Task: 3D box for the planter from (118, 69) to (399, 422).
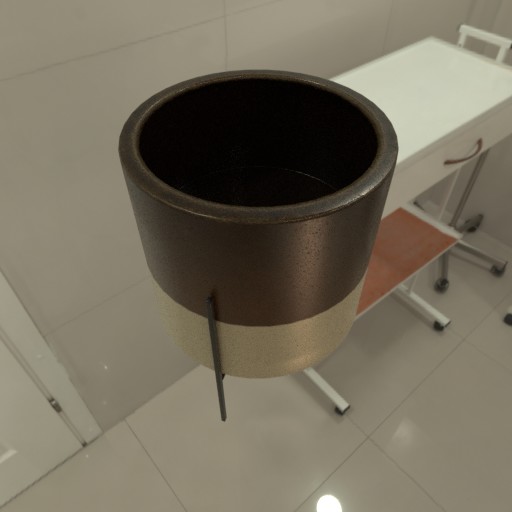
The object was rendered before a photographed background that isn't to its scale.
[{"bbox_3d":[0.000,0.000,0.719,0.345,0.465,0.354,-32,54,-27],"label":"planter"}]
